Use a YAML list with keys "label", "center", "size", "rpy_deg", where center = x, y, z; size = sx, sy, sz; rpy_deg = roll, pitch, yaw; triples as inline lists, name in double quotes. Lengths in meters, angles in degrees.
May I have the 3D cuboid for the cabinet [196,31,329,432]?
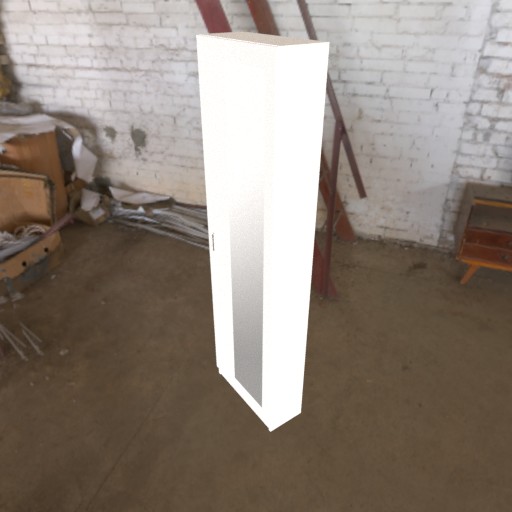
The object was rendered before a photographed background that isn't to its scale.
- label: "cabinet"
  center: [0.000, 0.000, 2.021]
  size: [0.230, 1.790, 0.500]
  rpy_deg: [-20, 37, -30]
